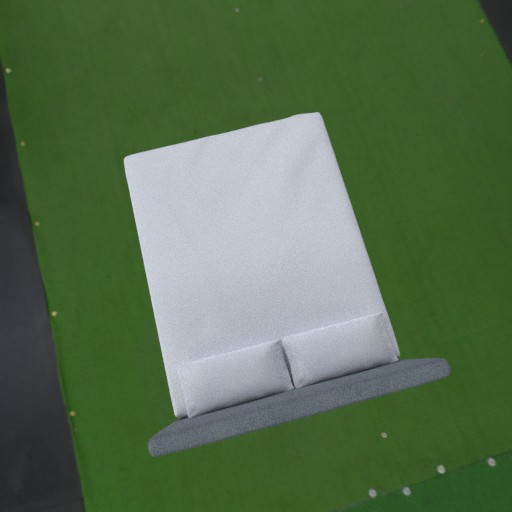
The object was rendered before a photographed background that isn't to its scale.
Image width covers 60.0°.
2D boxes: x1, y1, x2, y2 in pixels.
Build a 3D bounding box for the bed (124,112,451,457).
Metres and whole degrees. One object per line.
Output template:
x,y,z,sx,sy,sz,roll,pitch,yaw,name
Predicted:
0.000,0.000,3.177,1.713,1.330,2.142,-14,76,-4,bed
